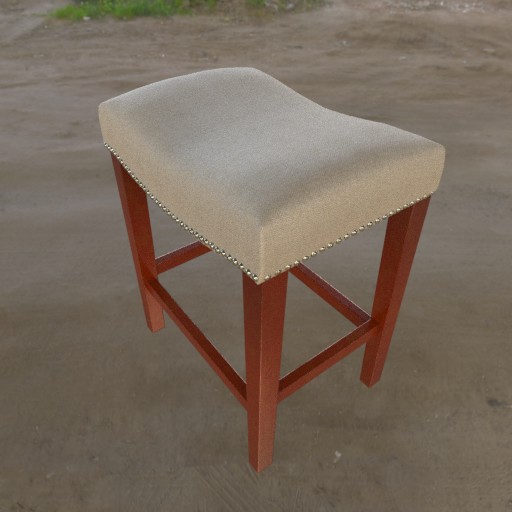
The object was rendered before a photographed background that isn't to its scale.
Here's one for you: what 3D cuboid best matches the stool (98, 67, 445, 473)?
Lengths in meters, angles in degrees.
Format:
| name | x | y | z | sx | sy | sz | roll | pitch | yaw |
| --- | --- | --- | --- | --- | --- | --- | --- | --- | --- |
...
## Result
| name | x | y | z | sx | sy | sz | roll | pitch | yaw |
| --- | --- | --- | --- | --- | --- | --- | --- | --- | --- |
| stool | 0.000 | 0.000 | 0.929 | 0.375 | 0.632 | 0.509 | -26 | 46 | -28 |
